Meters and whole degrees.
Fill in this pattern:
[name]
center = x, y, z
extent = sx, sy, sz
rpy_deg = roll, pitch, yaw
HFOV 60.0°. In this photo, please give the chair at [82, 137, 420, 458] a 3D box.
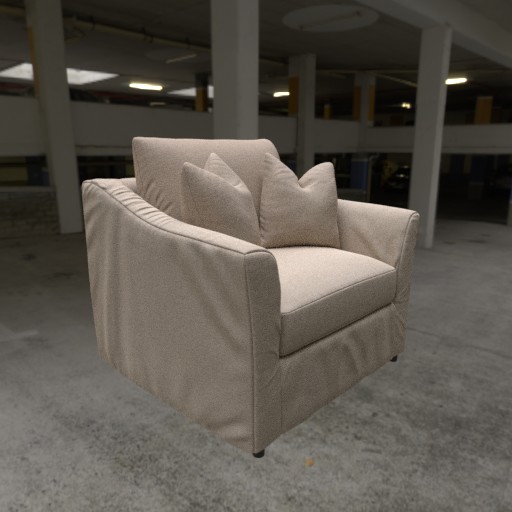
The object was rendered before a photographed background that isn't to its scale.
[chair]
center = 0.000, 0.000, 2.101
extent = 1.071, 1.093, 1.194
rpy_deg = 13, 19, 42
